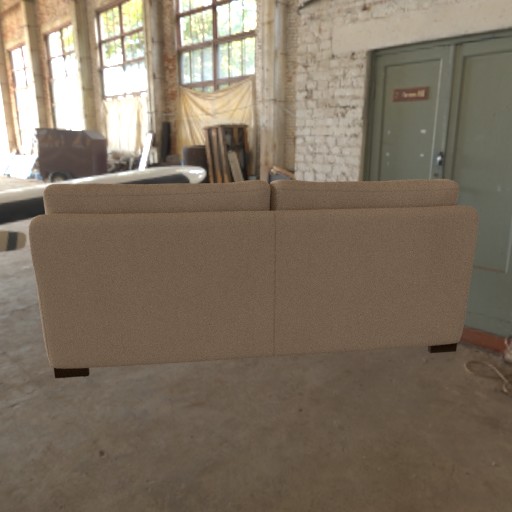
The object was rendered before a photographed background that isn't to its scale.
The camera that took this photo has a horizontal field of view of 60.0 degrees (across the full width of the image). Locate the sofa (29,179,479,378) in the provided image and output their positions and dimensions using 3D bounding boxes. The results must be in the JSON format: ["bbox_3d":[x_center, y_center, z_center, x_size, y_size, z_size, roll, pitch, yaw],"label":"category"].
[{"bbox_3d":[0.000,0.000,2.569,2.147,0.925,0.929,-2,15,-7],"label":"sofa"}]
